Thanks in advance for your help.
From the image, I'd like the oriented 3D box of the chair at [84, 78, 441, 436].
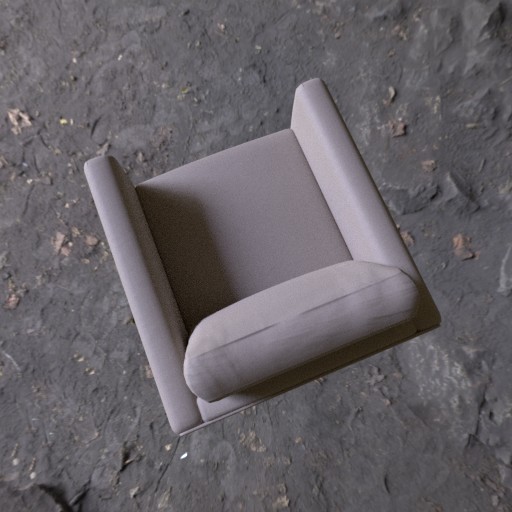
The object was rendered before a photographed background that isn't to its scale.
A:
[{"bbox_3d":[0.000,0.000,1.676,0.914,0.838,0.959,-21,78,-5],"label":"chair"}]
